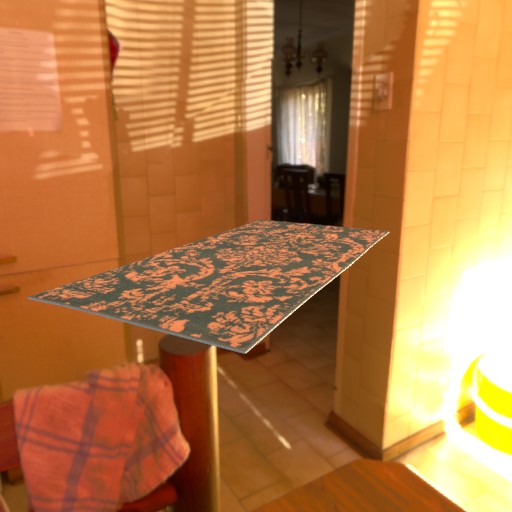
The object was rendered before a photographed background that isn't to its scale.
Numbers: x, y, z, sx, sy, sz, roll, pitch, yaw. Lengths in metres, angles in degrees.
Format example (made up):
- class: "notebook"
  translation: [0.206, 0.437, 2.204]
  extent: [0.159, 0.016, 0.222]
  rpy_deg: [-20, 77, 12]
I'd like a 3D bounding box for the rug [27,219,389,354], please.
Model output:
- class: "rug"
  translation: [0.000, 0.000, 1.448]
  extent: [0.604, 0.007, 1.219]
  rpy_deg: [8, 17, 27]
